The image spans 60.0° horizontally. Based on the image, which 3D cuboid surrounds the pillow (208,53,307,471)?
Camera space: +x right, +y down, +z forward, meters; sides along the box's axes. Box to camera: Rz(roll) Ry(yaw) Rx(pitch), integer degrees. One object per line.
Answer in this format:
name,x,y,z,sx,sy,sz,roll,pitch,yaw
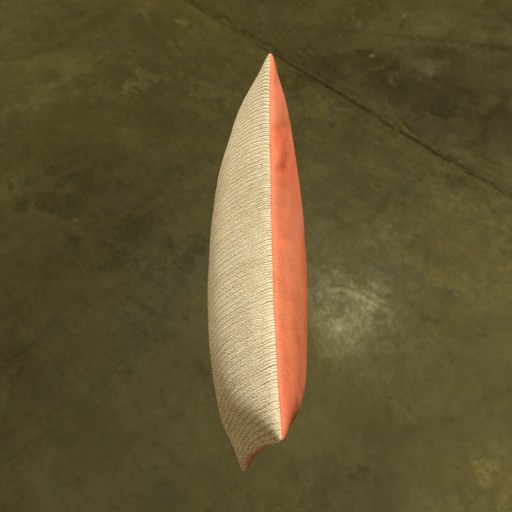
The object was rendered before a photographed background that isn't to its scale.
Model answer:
pillow,0.000,0.000,0.720,0.155,0.307,0.608,0,60,0
